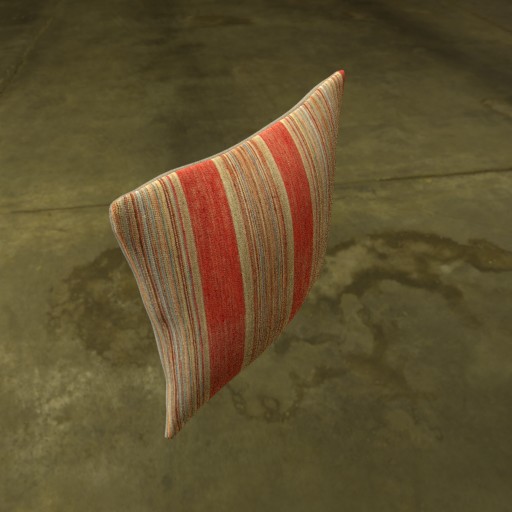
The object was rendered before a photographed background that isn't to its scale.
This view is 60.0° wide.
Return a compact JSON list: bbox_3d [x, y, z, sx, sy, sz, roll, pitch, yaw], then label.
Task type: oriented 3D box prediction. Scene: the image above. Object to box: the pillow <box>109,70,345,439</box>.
[{"bbox_3d":[0.000,0.000,0.646,0.136,0.419,0.437,25,47,26],"label":"pillow"}]
